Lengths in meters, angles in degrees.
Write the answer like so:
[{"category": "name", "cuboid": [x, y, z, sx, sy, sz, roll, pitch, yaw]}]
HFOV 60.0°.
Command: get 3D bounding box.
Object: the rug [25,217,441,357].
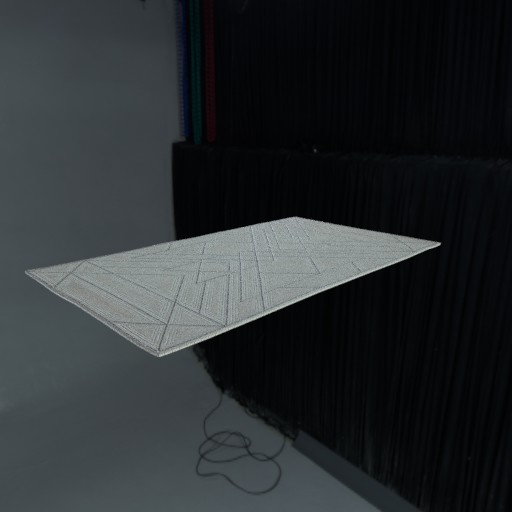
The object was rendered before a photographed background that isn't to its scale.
[{"category": "rug", "cuboid": [0.000, 0.000, 1.049, 0.869, 0.008, 0.511, -15, 22, -42]}]
